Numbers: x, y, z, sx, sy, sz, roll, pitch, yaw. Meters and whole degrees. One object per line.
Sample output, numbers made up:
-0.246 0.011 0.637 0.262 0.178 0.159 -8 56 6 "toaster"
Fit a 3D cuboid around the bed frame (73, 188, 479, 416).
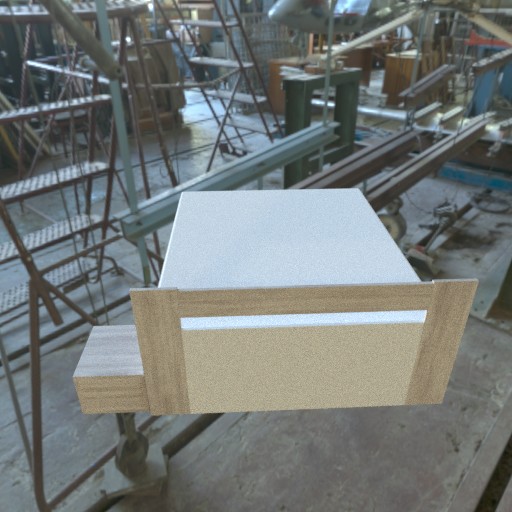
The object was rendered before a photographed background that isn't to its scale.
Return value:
0.000 0.000 3.183 2.040 0.860 2.050 -1 30 -3 "bed frame"
